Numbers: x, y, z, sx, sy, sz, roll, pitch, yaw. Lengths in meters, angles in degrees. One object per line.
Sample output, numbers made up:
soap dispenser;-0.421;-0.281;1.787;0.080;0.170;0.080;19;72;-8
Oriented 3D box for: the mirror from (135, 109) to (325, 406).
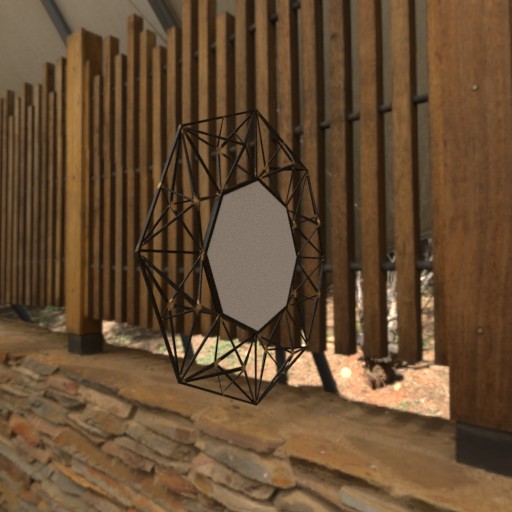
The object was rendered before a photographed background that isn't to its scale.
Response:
mirror;0.000;0.000;1.062;0.094;0.710;0.710;-1;-2;36
